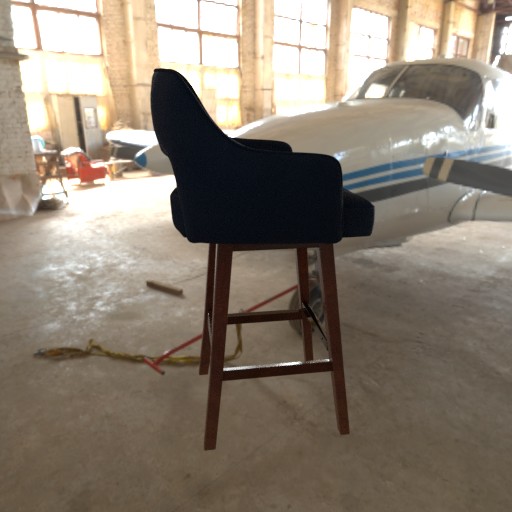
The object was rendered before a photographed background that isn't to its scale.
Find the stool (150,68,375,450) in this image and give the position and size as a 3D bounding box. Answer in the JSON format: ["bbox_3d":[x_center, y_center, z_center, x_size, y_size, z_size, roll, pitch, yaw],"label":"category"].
[{"bbox_3d":[0.000,0.000,1.352,0.560,1.041,0.550,-3,18,-9],"label":"stool"}]
